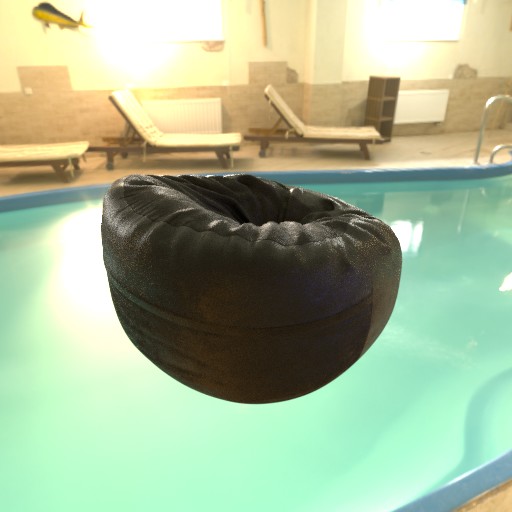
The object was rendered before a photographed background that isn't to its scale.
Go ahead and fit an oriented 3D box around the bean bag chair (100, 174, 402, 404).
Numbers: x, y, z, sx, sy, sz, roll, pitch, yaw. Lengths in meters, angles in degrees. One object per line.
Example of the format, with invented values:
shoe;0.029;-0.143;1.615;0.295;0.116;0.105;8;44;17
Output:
bean bag chair;0.000;0.000;2.389;1.524;0.878;1.524;-19;32;-33
